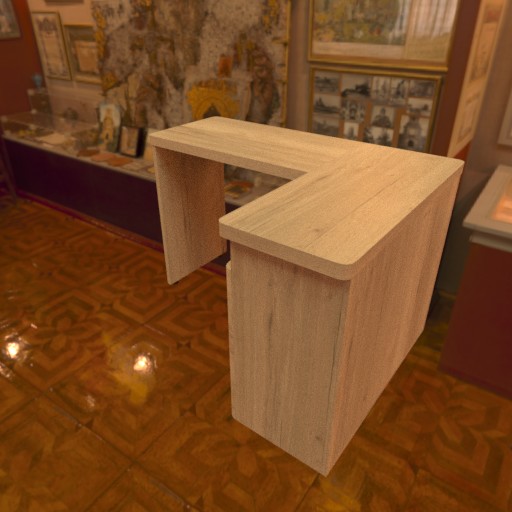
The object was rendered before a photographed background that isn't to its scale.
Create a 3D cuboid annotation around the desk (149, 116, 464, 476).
[{"bbox_3d":[0.000,0.000,1.735,1.169,0.760,0.900,21,36,31],"label":"desk"}]
